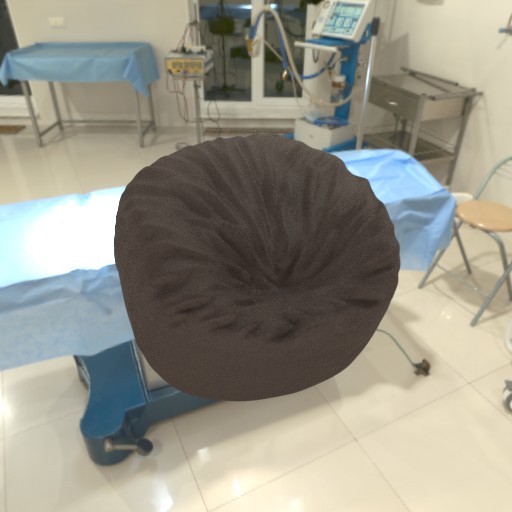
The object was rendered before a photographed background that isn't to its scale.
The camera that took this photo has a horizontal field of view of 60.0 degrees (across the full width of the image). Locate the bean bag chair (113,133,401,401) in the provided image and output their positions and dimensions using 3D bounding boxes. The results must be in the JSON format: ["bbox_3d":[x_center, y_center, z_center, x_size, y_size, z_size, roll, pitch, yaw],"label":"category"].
[{"bbox_3d":[0.000,0.000,2.052,1.245,0.821,1.245,0,34,0],"label":"bean bag chair"}]
